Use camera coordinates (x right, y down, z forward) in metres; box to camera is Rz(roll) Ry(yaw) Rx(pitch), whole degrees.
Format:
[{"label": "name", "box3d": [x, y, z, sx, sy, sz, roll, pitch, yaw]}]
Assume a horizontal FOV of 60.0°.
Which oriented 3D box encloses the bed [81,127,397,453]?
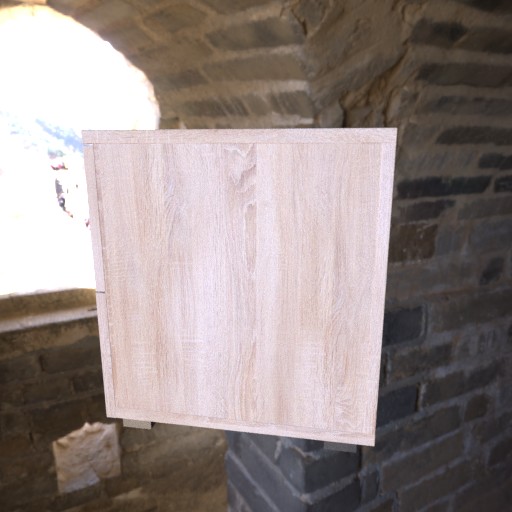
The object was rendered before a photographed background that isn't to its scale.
[{"label": "bed", "box3d": [0.000, 0.000, 0.794, 0.401, 0.420, 0.460, 2, 14, 10]}]
